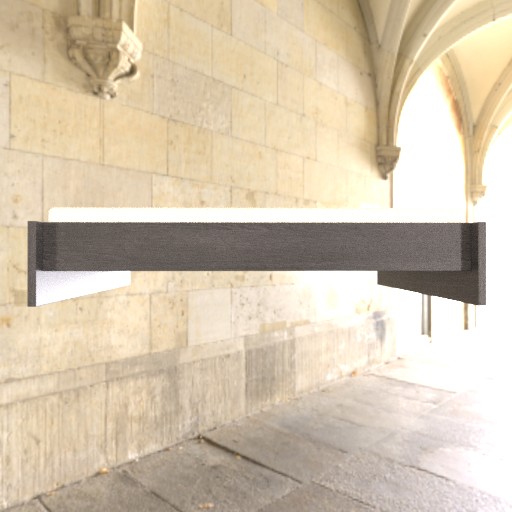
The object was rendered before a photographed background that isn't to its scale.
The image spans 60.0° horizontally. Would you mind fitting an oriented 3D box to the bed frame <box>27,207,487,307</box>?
[{"bbox_3d":[0.000,0.000,2.626,1.950,0.432,1.490,0,0,-1],"label":"bed frame"}]
